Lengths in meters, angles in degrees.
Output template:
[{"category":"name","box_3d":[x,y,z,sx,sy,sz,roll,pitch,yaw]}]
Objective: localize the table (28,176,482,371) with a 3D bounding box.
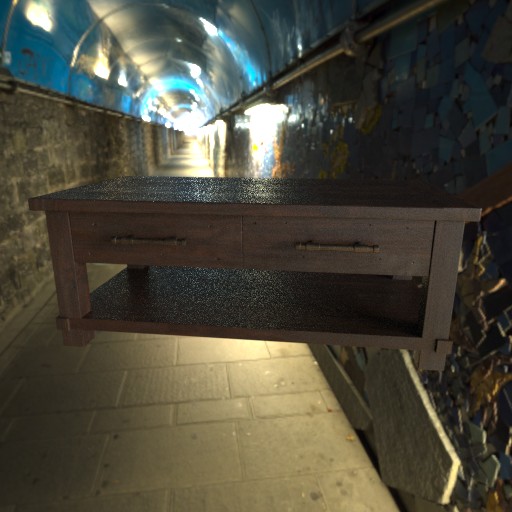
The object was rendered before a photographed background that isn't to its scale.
[{"category":"table","box_3d":[0.000,0.000,1.611,1.270,0.494,0.700,2,16,7]}]
